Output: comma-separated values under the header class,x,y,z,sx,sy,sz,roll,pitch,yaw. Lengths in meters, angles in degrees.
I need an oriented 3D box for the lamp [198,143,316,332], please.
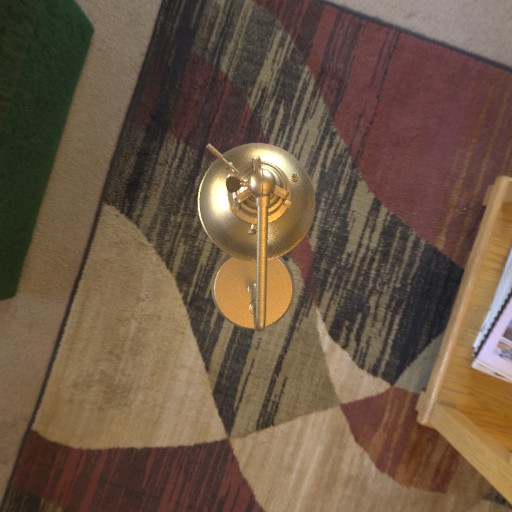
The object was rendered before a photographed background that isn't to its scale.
class,x,y,z,sx,sy,sz,roll,pitch,yaw
lamp,0.000,0.000,0.581,0.153,0.456,0.286,0,92,-1
